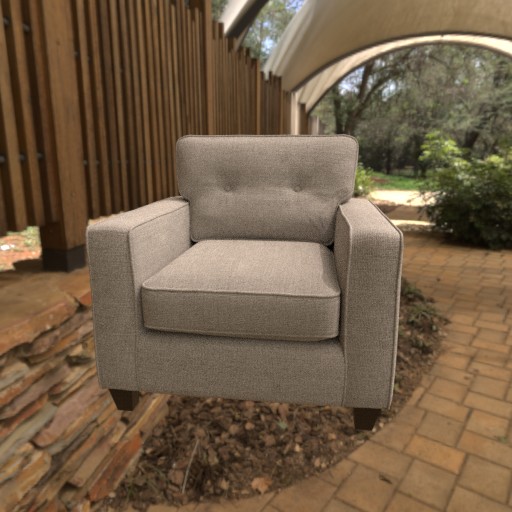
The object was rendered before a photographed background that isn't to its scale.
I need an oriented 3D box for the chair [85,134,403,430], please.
[{"bbox_3d":[0.000,0.000,1.799,1.015,0.965,0.939,2,14,7],"label":"chair"}]
